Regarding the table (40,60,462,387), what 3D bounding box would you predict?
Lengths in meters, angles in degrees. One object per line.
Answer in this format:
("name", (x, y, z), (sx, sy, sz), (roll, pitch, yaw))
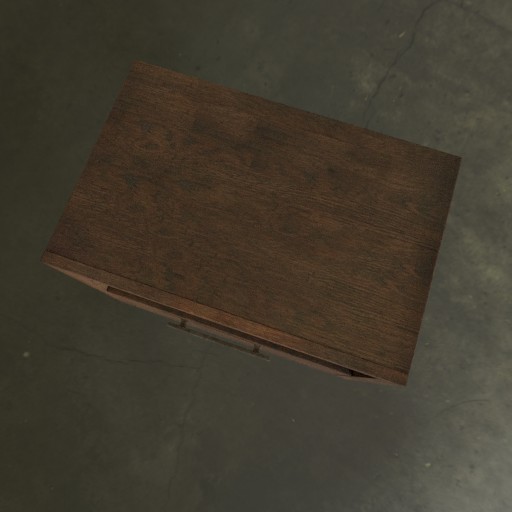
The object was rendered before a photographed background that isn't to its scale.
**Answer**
("table", (0.000, 0.000, 1.288), (0.767, 0.746, 0.542), (18, 77, 5))
